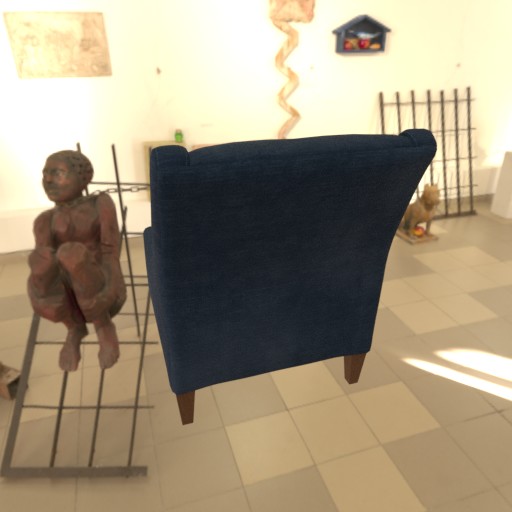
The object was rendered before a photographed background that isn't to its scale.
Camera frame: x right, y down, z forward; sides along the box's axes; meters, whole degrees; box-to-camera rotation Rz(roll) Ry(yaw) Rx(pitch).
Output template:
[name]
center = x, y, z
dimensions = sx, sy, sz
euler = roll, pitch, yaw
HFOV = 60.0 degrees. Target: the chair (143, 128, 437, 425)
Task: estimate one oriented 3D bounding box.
[chair]
center = 0.000, 0.000, 1.646
dimensions = 0.774, 1.014, 0.870
euler = -8, 27, -16
